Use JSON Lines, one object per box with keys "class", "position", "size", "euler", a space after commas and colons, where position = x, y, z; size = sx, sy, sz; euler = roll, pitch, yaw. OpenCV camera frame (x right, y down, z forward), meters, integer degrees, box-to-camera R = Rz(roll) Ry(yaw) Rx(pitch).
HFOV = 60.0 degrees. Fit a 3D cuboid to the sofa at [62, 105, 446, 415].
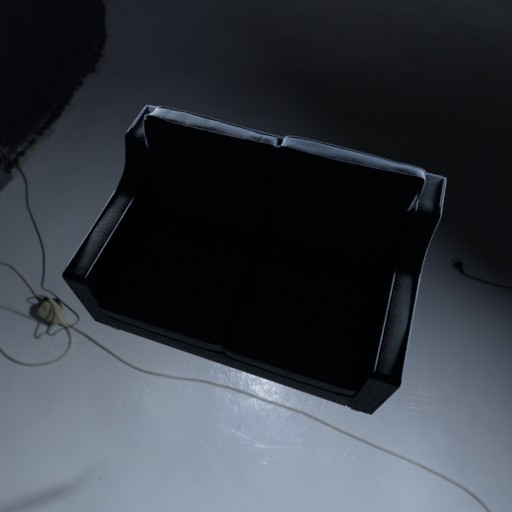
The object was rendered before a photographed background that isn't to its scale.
{"class": "sofa", "position": [0.000, 0.000, 2.189], "size": [1.501, 0.971, 0.987], "euler": [16, 61, 10]}
